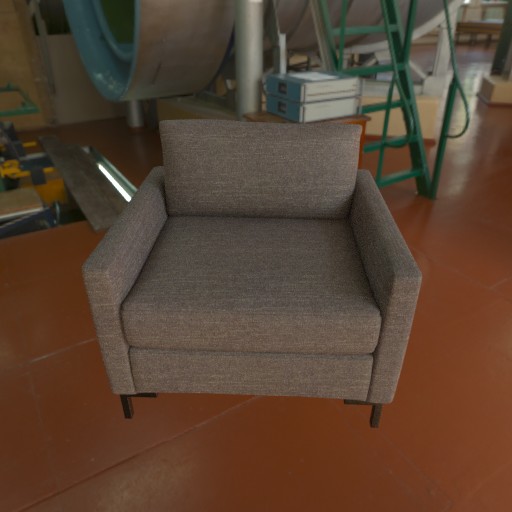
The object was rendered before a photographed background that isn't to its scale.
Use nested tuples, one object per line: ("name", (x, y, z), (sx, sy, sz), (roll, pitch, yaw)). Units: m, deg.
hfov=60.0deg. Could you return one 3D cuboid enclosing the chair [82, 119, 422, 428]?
("chair", (0.000, 0.000, 1.607), (0.940, 0.841, 0.845), (1, 31, 2))
